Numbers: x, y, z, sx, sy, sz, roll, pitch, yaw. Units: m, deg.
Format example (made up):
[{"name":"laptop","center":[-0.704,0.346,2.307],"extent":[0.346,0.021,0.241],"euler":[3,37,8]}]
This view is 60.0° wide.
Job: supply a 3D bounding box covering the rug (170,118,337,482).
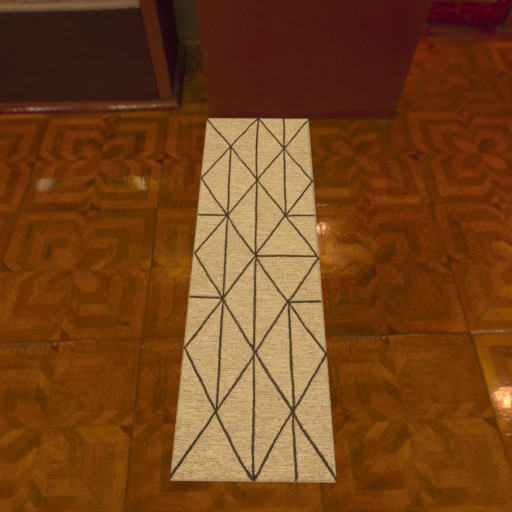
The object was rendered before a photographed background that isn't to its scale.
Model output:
[{"name":"rug","center":[0.000,0.000,2.676],"extent":[0.762,0.012,2.438],"euler":[1,58,0]}]
